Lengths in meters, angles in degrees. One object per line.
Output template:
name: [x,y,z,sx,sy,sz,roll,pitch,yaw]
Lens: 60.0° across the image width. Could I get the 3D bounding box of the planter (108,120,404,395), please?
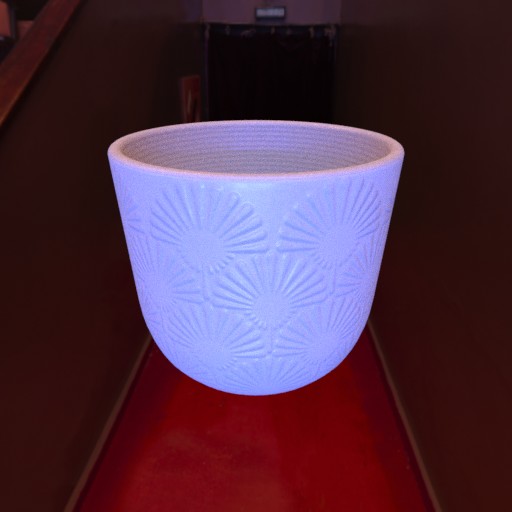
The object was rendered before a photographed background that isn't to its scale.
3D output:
planter: [0.000,0.000,0.295,0.170,0.152,0.170,0,25,0]
